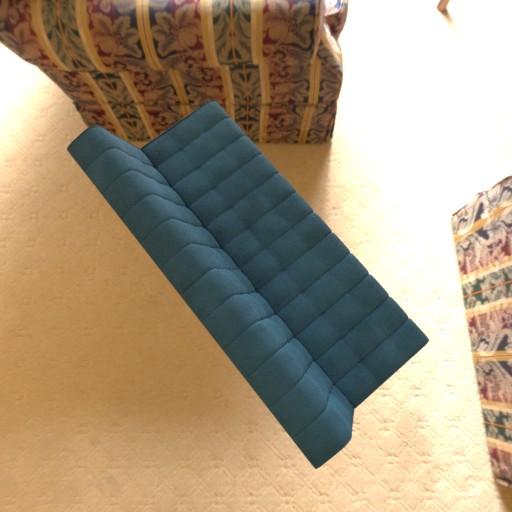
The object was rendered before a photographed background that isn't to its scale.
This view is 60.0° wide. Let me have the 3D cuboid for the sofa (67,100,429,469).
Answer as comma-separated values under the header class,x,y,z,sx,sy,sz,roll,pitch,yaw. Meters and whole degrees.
class,x,y,z,sx,sy,sz,roll,pitch,yaw
sofa,0.000,0.000,2.346,0.855,0.813,1.804,-38,79,-9
